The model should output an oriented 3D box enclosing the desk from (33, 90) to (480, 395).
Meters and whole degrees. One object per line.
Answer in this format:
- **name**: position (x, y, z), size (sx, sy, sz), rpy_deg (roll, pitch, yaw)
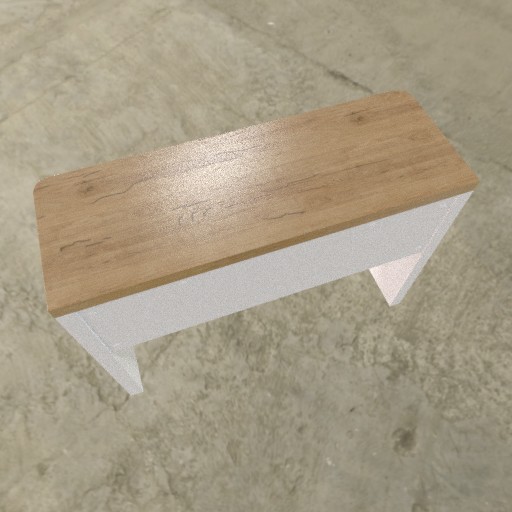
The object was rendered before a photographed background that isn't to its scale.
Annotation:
- **desk**: position (0.000, 0.000, 1.478), size (1.100, 0.760, 0.390), rpy_deg (-17, 61, -10)
